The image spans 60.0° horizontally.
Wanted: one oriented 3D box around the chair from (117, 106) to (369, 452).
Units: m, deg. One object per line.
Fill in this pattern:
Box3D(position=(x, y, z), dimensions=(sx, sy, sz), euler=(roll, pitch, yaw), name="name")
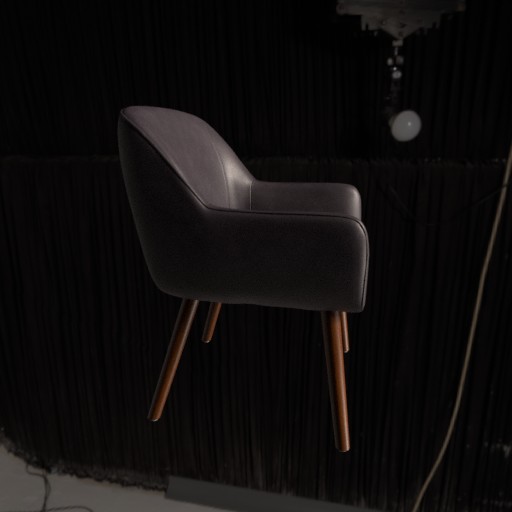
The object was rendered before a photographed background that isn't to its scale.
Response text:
Box3D(position=(0.000, 0.000, 1.296), dimensions=(0.610, 0.828, 0.610), euler=(3, 16, 11), name="chair")
